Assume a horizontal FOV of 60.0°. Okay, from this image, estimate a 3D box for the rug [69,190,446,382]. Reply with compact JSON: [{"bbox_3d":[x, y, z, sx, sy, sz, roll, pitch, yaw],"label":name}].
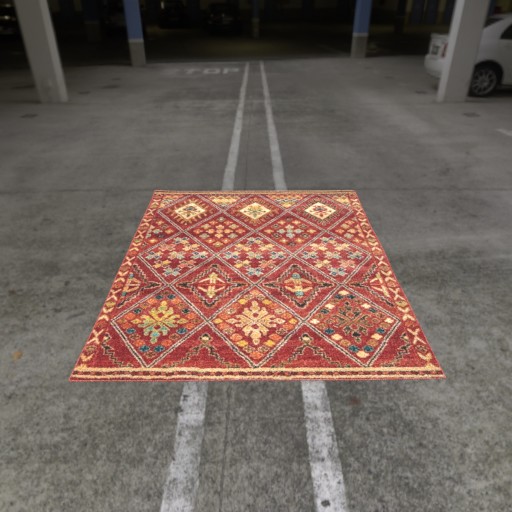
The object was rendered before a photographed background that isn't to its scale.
[{"bbox_3d":[0.000,0.000,4.214,2.489,0.030,3.086,0,32,0],"label":"rug"}]
